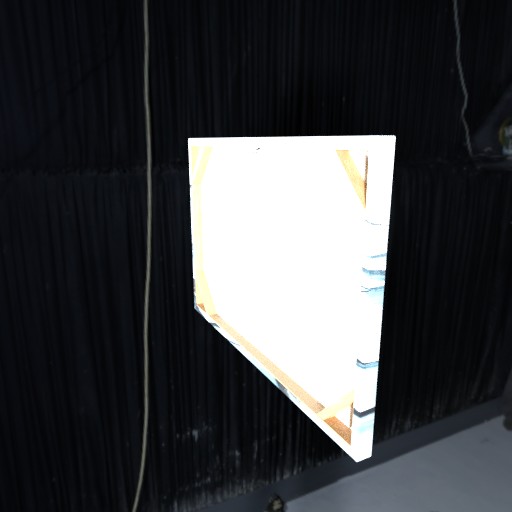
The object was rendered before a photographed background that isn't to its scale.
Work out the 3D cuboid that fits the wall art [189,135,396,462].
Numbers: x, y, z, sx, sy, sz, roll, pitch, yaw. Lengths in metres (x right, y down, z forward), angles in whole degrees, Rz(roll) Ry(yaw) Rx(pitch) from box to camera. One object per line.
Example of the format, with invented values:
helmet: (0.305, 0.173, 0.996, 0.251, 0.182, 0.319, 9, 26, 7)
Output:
wall art: (0.000, 0.000, 1.179, 0.039, 0.609, 0.914, -7, 16, -26)
